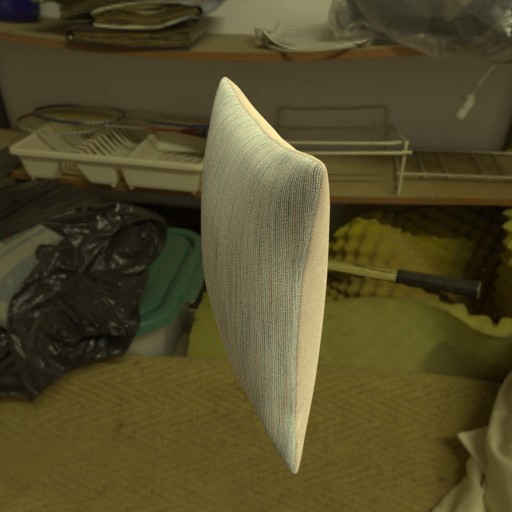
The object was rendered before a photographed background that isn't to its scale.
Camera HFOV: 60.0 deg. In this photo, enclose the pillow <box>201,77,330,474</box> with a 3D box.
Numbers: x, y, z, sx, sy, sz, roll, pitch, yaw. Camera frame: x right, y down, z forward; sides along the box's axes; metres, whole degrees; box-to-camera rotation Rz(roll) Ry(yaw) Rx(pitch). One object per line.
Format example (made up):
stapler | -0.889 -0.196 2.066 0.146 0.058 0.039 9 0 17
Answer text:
pillow | 0.000 0.000 0.775 0.178 0.506 0.512 -8 33 -12
